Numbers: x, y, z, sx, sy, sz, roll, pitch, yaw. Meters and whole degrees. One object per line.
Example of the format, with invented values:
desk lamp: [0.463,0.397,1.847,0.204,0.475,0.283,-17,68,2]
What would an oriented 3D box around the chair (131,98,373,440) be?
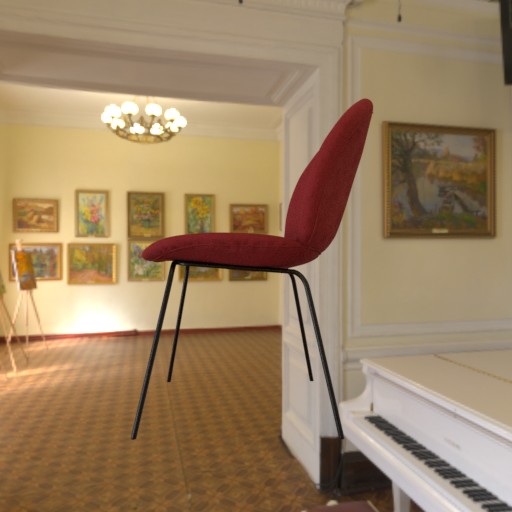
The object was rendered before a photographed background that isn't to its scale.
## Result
chair: [0.000,0.000,1.179,0.587,0.791,0.458,0,0,-1]
